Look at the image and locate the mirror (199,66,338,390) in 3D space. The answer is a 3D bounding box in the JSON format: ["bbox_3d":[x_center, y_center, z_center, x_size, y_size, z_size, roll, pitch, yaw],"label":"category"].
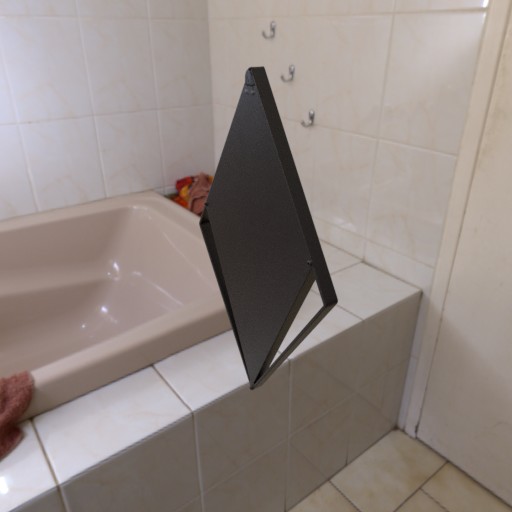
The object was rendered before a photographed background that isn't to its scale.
[{"bbox_3d":[0.000,0.000,0.863,0.032,0.679,0.419,-18,32,-31],"label":"mirror"}]
